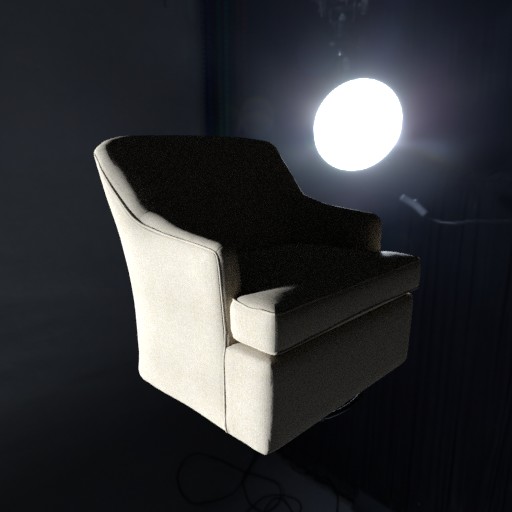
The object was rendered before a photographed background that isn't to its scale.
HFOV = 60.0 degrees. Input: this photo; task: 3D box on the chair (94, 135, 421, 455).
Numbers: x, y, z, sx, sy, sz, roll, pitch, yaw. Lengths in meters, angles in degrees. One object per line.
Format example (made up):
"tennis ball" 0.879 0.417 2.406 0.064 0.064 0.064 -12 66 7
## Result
"chair" 0.000 0.000 1.607 0.864 0.856 0.923 -14 20 -43
